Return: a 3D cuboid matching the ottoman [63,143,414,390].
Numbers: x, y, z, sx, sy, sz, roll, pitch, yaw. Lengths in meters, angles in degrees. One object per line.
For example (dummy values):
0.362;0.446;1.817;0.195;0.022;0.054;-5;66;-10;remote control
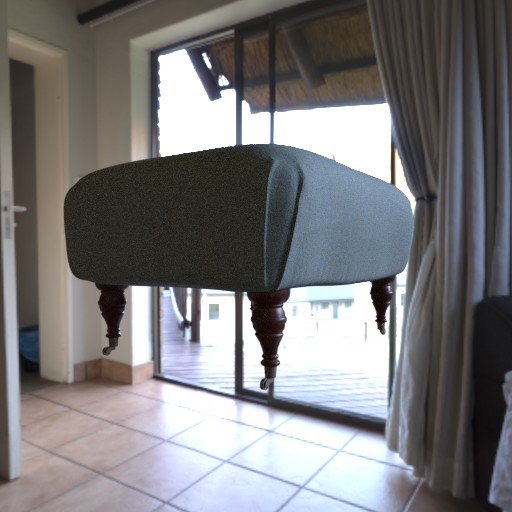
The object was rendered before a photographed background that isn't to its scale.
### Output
0.000;0.000;1.131;0.622;0.450;0.747;1;1;35;ottoman
